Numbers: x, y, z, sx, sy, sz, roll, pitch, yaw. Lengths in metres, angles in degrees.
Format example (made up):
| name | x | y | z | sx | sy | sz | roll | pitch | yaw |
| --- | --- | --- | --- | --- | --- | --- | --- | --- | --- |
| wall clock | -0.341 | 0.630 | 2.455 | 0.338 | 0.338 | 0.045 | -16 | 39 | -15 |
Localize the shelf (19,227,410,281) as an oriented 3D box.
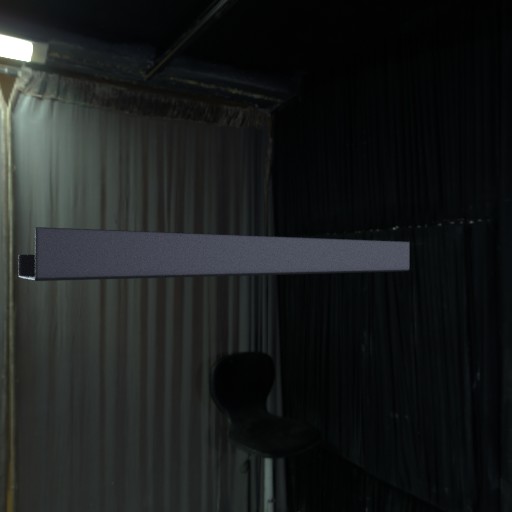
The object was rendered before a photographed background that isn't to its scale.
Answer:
| name | x | y | z | sx | sy | sz | roll | pitch | yaw |
| --- | --- | --- | --- | --- | --- | --- | --- | --- | --- |
| shelf | 0.000 | 0.000 | 0.649 | 0.605 | 0.053 | 0.102 | 0 | -1 | -36 |
